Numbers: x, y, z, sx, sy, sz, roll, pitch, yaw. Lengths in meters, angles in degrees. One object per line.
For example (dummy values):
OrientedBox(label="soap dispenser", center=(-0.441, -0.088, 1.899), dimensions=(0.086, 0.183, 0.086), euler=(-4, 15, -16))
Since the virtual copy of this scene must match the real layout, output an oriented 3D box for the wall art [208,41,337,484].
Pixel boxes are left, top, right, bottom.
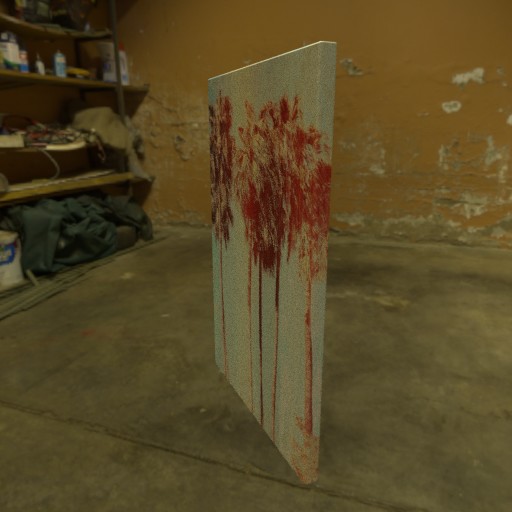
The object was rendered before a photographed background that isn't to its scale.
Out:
OrientedBox(label="wall art", center=(0.000, 0.000, 1.146), dimensions=(0.037, 0.915, 0.605), euler=(-7, 17, -23))
